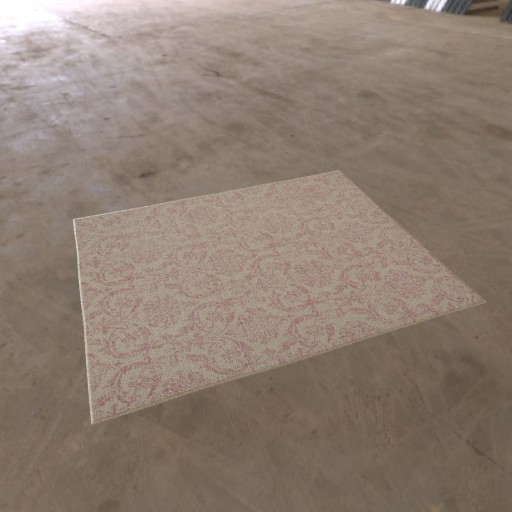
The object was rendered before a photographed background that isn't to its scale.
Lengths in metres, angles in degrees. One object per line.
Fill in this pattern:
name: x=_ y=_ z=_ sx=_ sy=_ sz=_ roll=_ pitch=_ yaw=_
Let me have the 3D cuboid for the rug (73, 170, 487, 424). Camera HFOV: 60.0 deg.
rug: x=0.000 y=0.000 z=3.927 sx=2.980 sy=0.012 sz=2.363 roll=-13 pitch=40 yaw=-16
